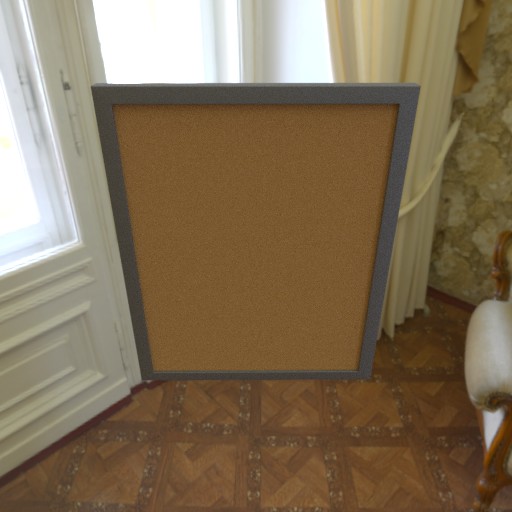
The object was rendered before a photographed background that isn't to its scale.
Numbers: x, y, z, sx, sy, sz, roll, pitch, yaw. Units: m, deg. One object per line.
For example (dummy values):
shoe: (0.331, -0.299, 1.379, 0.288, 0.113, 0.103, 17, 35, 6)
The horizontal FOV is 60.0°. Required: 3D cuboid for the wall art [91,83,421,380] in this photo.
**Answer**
wall art: (0.000, 0.000, 0.764, 0.458, 0.558, 0.029, 0, 30, 0)
